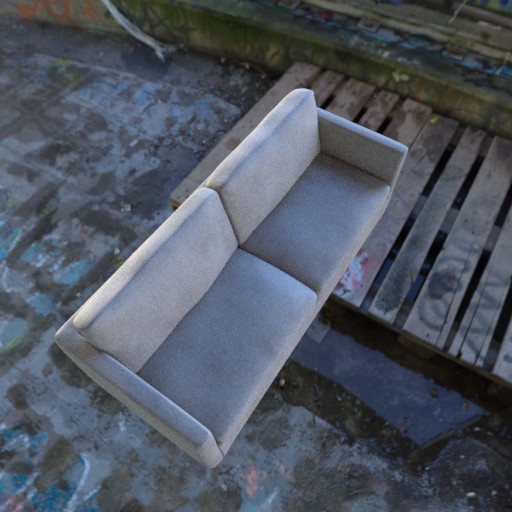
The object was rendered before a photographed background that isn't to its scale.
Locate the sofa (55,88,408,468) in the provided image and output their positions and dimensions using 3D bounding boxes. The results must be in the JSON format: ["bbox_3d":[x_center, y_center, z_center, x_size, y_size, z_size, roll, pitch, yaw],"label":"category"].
[{"bbox_3d":[0.000,0.000,2.724,0.951,0.965,2.208,30,62,17],"label":"sofa"}]
